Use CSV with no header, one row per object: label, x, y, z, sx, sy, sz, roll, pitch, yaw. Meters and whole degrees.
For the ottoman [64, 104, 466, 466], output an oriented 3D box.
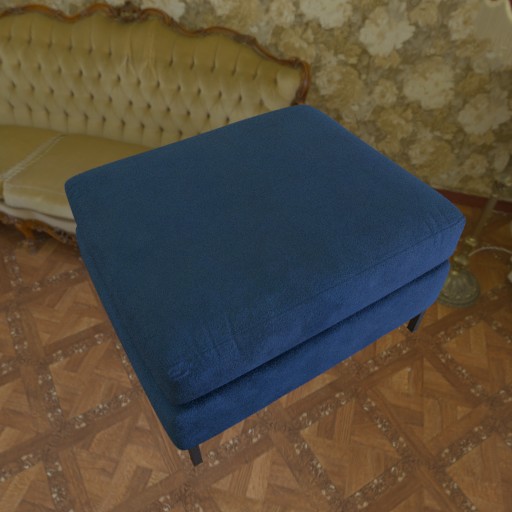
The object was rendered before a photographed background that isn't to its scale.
ottoman,0.000,0.000,1.176,0.794,0.485,0.655,-24,51,-21
